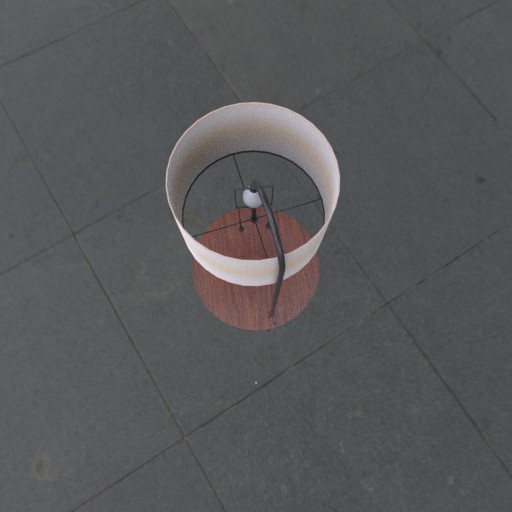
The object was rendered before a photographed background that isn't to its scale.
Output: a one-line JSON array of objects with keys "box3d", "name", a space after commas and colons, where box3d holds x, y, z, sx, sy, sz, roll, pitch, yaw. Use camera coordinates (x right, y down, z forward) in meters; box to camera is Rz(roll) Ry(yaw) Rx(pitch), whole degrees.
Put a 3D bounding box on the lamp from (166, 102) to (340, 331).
[{"box3d": [0.000, 0.000, 1.834, 0.573, 1.517, 0.573, 0, 74, 0], "name": "lamp"}]
